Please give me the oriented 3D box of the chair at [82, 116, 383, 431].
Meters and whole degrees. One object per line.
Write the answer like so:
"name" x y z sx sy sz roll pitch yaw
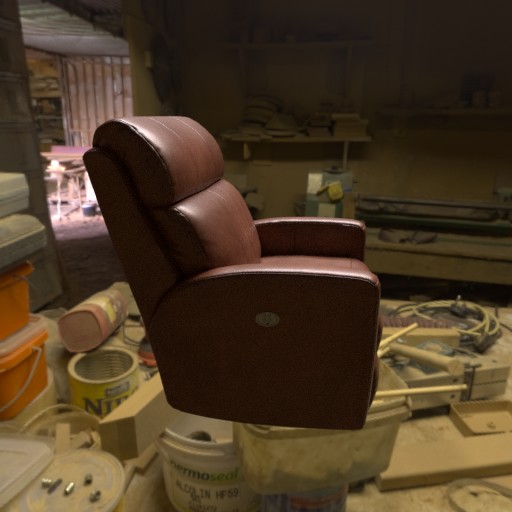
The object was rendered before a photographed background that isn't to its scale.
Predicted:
"chair" 0.000 0.000 1.692 0.939 1.016 0.787 3 18 9
